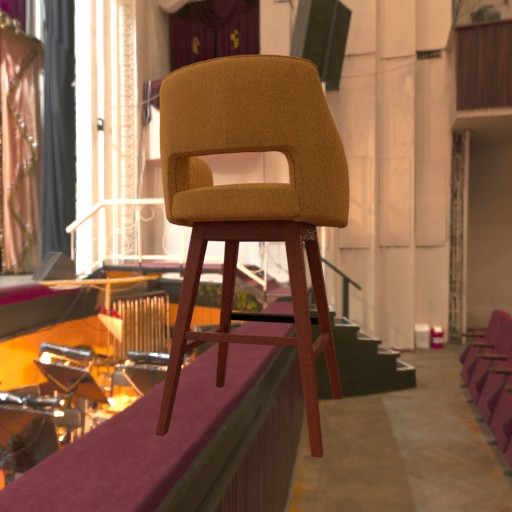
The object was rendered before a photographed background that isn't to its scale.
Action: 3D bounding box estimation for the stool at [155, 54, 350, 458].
[{"bbox_3d":[0.000,0.000,1.376,0.548,1.012,0.558,0,1,17],"label":"stool"}]
